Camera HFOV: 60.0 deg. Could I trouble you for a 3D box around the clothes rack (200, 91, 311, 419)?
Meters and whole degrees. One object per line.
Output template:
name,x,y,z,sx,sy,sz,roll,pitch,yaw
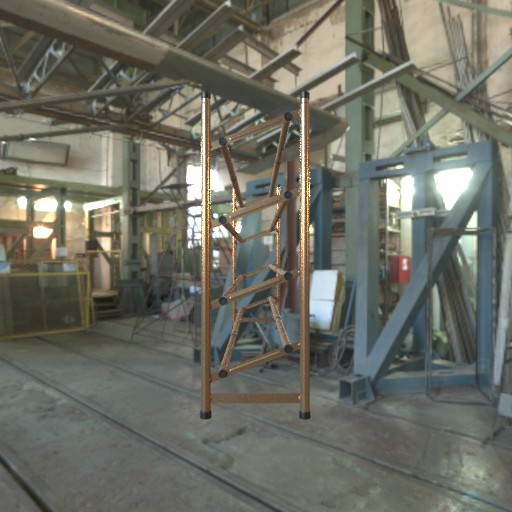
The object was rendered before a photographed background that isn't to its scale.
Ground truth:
clothes rack,0.000,0.000,1.488,0.229,0.672,1.168,0,0,0
